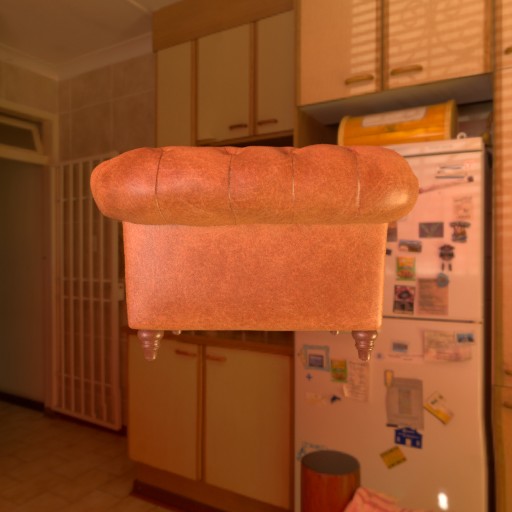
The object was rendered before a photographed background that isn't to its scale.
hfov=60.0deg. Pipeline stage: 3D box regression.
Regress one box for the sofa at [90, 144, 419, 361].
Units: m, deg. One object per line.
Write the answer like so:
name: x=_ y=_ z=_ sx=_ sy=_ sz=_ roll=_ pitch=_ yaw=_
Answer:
sofa: x=0.000 y=0.000 z=2.046 sx=1.405 sy=0.878 sz=1.033 roll=0 pitch=1 yaw=0
